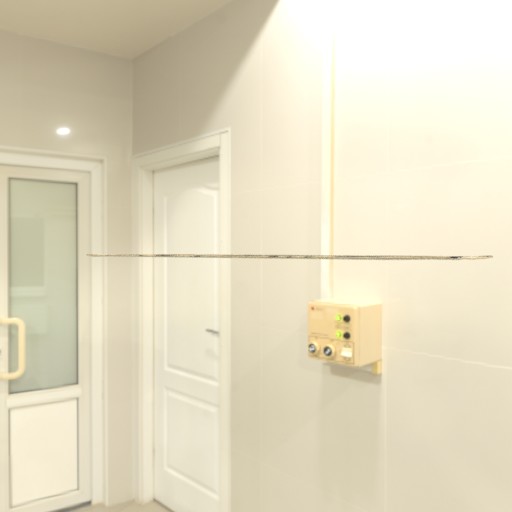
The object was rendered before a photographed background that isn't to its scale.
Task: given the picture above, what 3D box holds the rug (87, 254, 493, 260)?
[{"bbox_3d":[0.000,0.000,2.512,2.301,0.017,0.692,0,1,37],"label":"rug"}]
